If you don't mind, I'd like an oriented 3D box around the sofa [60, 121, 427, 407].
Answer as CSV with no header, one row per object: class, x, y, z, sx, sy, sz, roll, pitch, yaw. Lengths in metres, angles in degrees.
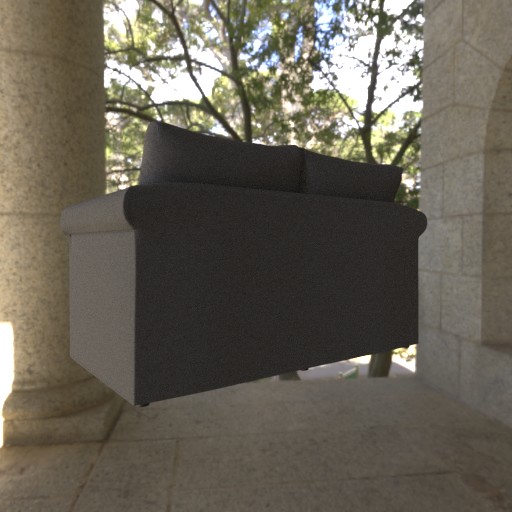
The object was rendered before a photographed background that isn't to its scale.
sofa,0.000,0.000,1.953,1.460,0.872,0.741,-1,1,-36
